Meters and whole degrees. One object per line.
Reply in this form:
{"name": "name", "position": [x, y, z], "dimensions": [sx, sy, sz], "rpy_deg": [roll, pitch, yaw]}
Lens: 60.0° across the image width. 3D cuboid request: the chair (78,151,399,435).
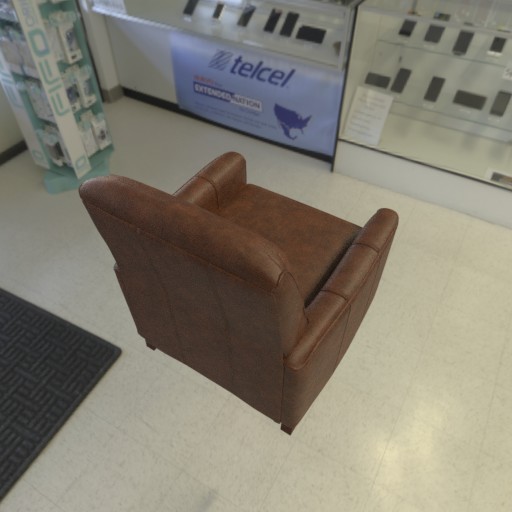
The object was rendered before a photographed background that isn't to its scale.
{"name": "chair", "position": [0.000, 0.000, 1.676], "dimensions": [0.839, 1.010, 0.850], "rpy_deg": [25, 51, 22]}
